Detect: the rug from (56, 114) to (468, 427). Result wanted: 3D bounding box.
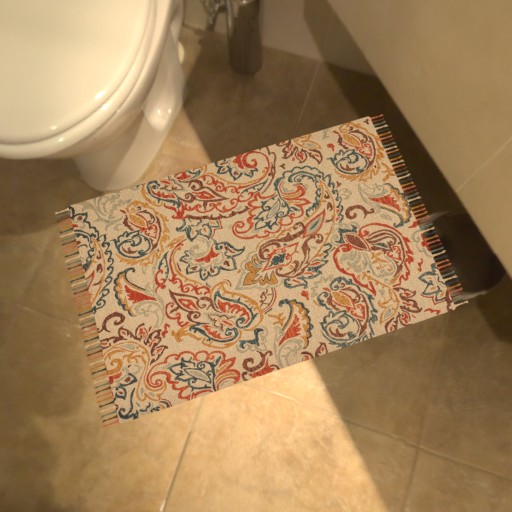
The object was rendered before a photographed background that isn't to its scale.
[{"bbox_3d":[0.000,0.000,2.425,1.997,0.010,1.218,-18,76,-5],"label":"rug"}]
